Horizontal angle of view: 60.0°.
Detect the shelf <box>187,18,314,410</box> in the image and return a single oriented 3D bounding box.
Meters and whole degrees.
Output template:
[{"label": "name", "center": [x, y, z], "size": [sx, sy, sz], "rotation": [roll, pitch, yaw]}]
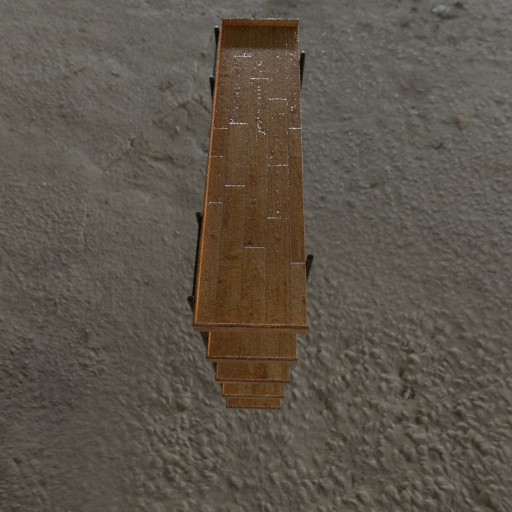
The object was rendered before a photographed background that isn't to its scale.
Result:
[{"label": "shelf", "center": [0.000, 0.000, 2.393], "size": [0.379, 1.826, 1.371], "rotation": [1, 63, 1]}]
